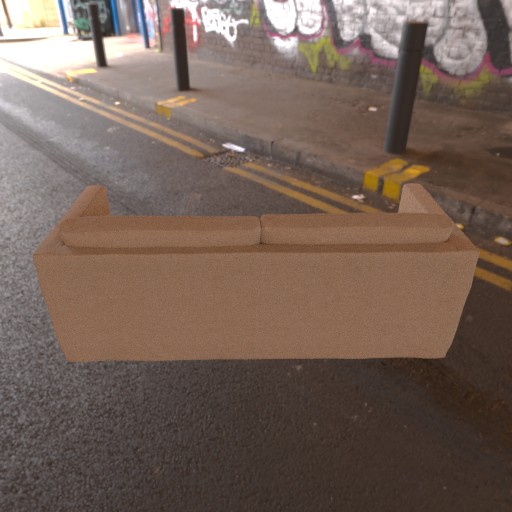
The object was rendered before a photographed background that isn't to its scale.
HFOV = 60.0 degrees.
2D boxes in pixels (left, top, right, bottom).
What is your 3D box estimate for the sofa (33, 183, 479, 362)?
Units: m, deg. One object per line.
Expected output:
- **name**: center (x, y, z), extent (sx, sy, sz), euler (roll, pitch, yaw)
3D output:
- **sofa**: center (0.000, 0.000, 2.762), extent (2.296, 0.847, 0.956), euler (0, 31, -1)
